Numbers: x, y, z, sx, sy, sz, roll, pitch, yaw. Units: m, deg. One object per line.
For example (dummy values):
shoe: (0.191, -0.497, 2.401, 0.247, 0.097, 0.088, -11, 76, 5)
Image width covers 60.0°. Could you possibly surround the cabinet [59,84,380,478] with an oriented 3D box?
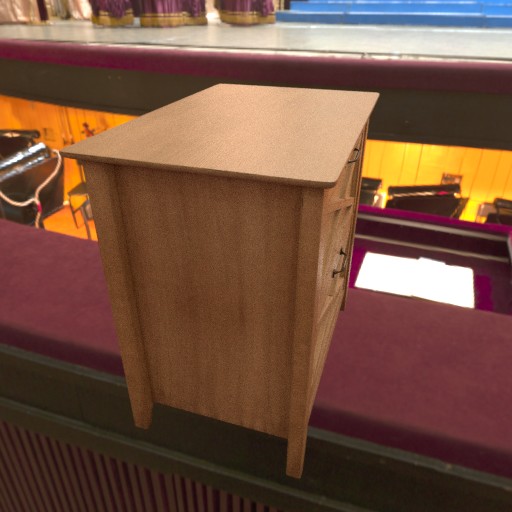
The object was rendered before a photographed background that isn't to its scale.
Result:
cabinet: (0.000, 0.000, 1.227, 0.503, 0.762, 0.763, 10, 32, 16)
